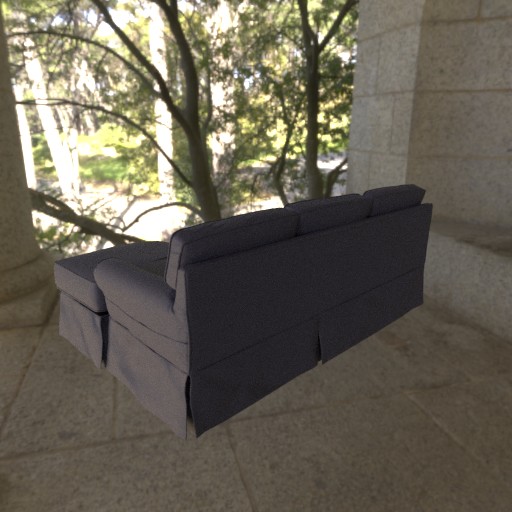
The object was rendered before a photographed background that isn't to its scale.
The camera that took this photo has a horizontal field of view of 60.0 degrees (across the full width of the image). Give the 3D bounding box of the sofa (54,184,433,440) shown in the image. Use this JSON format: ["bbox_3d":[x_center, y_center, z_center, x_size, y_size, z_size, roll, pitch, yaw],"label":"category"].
[{"bbox_3d":[0.000,0.000,3.376,1.637,1.039,2.518,16,22,43],"label":"sofa"}]
